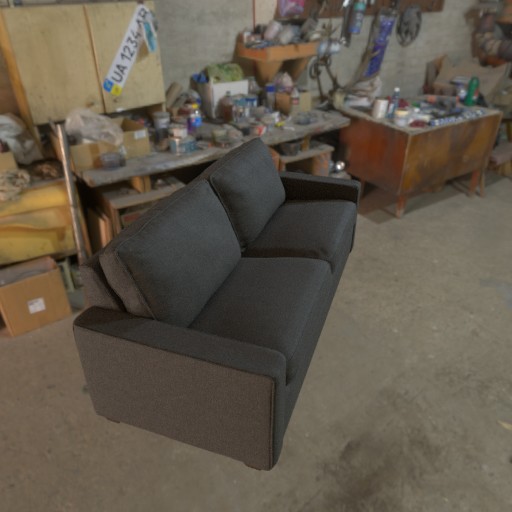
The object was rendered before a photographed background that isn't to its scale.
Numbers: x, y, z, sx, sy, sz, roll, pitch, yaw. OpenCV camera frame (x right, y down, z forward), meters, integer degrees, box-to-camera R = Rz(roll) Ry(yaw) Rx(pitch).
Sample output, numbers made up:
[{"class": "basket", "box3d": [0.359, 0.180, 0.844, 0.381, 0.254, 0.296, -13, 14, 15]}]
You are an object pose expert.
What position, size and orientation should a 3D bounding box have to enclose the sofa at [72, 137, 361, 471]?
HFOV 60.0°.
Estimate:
[{"class": "sofa", "box3d": [0.000, 0.000, 2.597, 0.940, 0.919, 2.080, 10, 32, 17]}]
